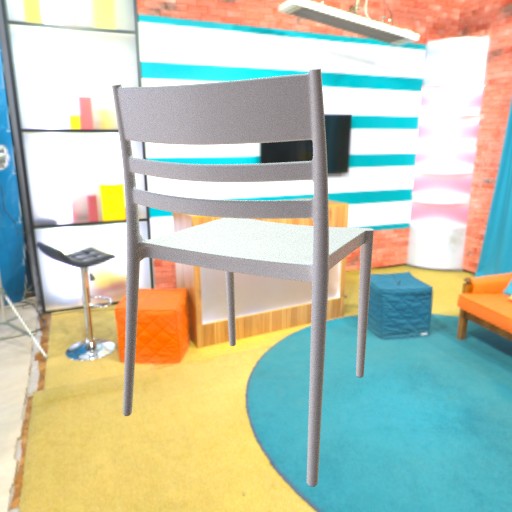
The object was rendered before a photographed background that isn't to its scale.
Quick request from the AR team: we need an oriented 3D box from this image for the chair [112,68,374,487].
[{"bbox_3d":[0.000,0.000,1.123,0.531,0.800,0.511,8,16,27],"label":"chair"}]
